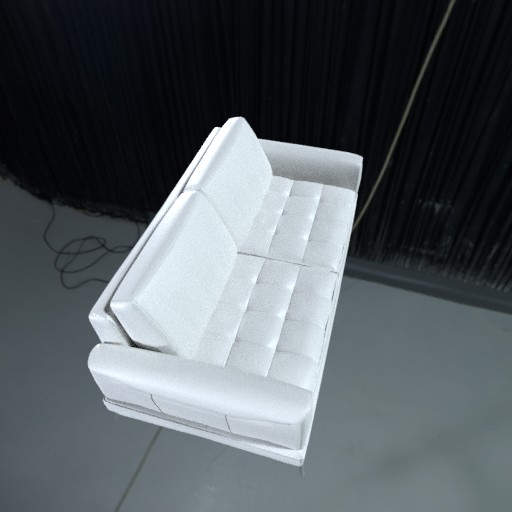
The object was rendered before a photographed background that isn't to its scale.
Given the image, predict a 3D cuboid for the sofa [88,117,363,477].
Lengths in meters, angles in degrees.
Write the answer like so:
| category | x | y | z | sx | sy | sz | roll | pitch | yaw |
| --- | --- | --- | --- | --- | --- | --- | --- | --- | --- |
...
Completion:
| category | x | y | z | sx | sy | sz | roll | pitch | yaw |
| --- | --- | --- | --- | --- | --- | --- | --- | --- | --- |
| sofa | 0.000 | 0.000 | 2.787 | 1.121 | 0.930 | 2.177 | 12 | 47 | 11 |
